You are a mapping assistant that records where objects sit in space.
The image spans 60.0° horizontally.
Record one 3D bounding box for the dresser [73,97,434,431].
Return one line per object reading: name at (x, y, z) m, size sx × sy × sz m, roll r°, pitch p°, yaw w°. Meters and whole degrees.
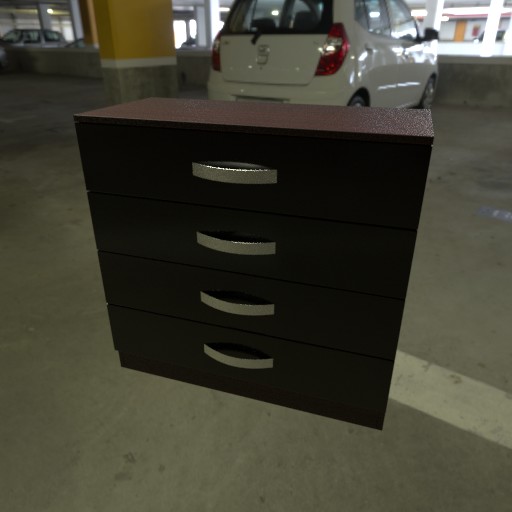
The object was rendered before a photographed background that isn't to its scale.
dresser at (0.000, 0.000, 1.160) m, size 0.750 × 0.720 × 0.360 m, roll 8°, pitch 28°, yaw 16°
